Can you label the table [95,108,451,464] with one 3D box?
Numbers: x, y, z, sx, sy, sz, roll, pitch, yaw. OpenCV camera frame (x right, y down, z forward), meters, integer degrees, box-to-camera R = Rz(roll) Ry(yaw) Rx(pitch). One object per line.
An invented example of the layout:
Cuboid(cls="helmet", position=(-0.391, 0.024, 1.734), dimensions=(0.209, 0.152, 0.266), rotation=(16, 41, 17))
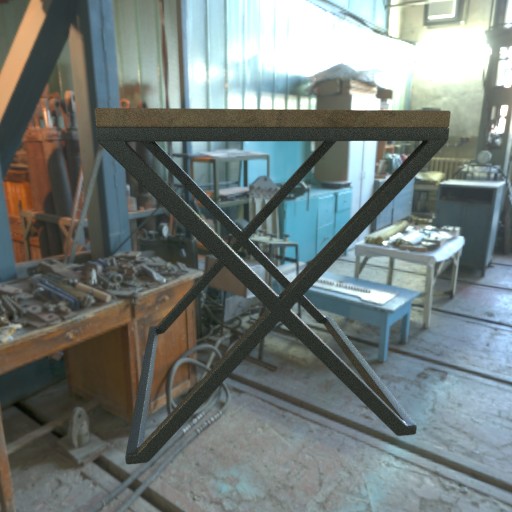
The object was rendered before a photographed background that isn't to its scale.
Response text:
Cuboid(cls="table", position=(0.000, 0.000, 0.911), dimensions=(0.498, 0.550, 0.499), rotation=(-2, 16, -8))
